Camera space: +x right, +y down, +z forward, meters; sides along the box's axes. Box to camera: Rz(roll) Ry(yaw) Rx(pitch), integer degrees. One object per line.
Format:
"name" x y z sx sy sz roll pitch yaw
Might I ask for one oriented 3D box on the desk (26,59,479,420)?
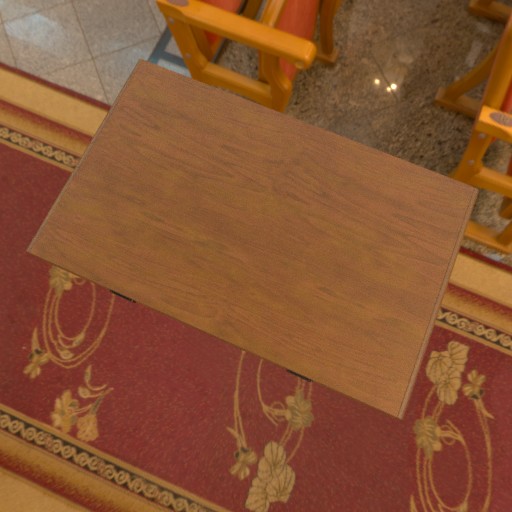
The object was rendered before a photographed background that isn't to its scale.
"desk" 0.000 0.000 1.563 1.066 0.754 0.660 23 76 6
